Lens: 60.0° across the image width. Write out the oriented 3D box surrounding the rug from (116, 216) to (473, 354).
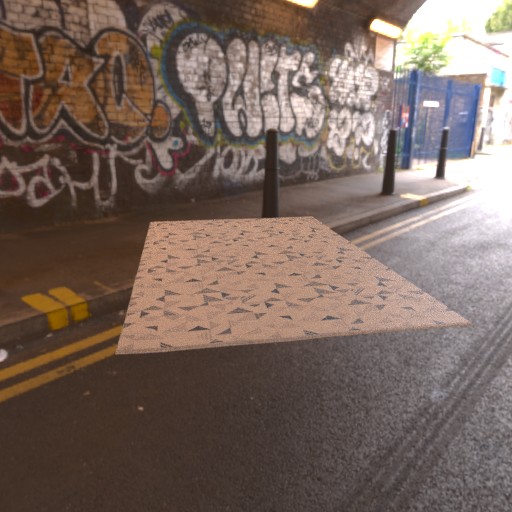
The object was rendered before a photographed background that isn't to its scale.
[{"bbox_3d":[0.000,0.000,2.967,1.512,0.009,2.457,-3,17,-9],"label":"rug"}]
